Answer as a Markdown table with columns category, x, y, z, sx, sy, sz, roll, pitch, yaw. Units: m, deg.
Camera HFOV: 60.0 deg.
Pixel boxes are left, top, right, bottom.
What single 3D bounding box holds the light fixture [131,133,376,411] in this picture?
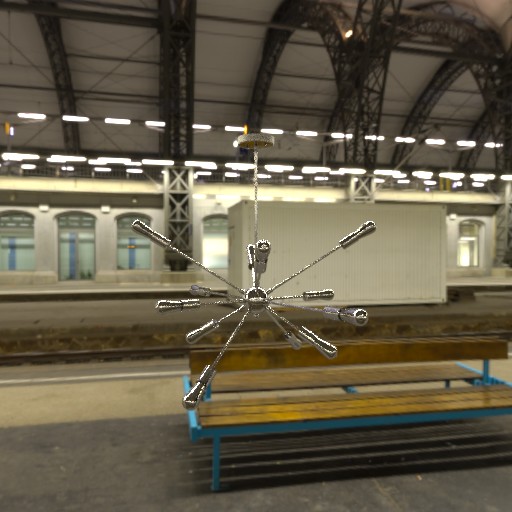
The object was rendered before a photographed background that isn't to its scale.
| category | x | y | z | sx | sy | sz | roll | pitch | yaw |
| --- | --- | --- | --- | --- | --- | --- | --- | --- | --- |
| light fixture | 0.000 | 0.000 | 1.054 | 0.509 | 0.558 | 0.684 | -1 | 1 | -34 |
